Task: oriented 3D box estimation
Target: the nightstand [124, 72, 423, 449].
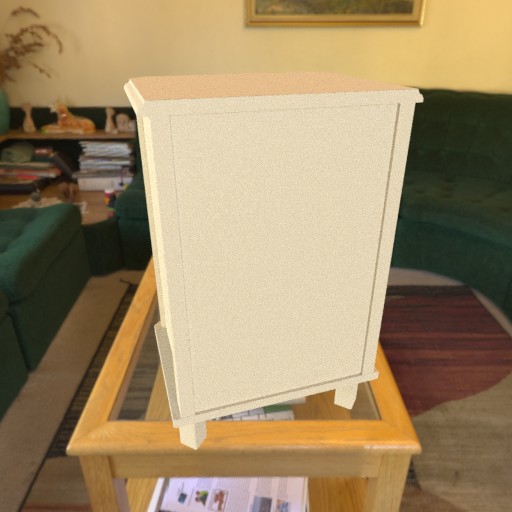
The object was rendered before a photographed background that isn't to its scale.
[{"bbox_3d":[0.000,0.000,0.926,0.435,0.681,0.351,-8,28,-16],"label":"nightstand"}]
